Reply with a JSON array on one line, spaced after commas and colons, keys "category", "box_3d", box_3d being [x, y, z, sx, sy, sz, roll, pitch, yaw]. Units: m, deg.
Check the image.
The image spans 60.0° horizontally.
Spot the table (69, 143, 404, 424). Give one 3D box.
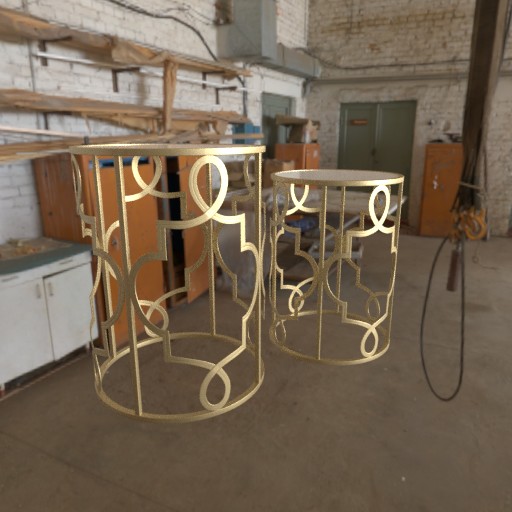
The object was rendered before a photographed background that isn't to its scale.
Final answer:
[{"category": "table", "box_3d": [0.000, 0.000, 1.156, 0.846, 0.564, 0.420, -8, 17, -26]}]
